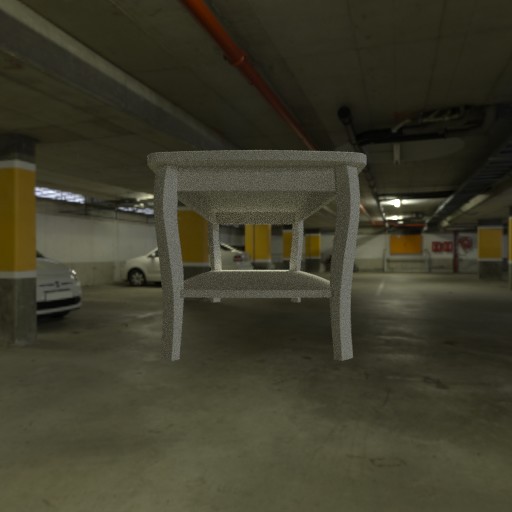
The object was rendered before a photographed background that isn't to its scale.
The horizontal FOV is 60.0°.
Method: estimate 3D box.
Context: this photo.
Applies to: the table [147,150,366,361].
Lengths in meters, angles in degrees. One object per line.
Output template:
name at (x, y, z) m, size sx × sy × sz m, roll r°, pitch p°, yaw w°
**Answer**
table at (0.000, 0.000, 1.644) m, size 0.561 × 0.474 × 1.334 m, roll 0°, pitch 0°, yaw 0°
